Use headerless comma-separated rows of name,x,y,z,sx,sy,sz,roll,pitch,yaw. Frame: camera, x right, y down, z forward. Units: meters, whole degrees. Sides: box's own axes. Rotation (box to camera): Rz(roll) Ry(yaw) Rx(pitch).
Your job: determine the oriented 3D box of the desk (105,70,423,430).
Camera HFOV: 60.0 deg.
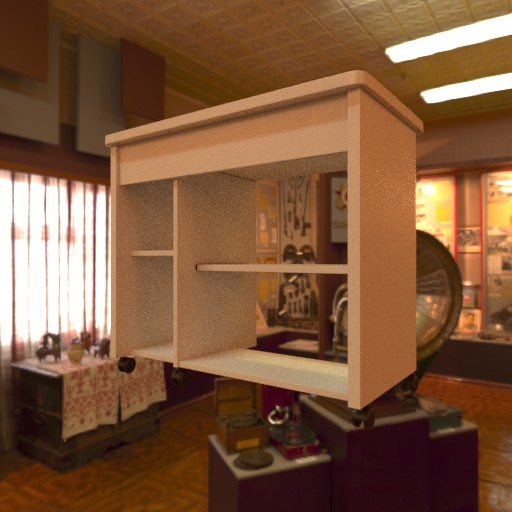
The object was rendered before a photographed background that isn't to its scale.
desk,0.000,0.000,1.348,0.877,0.763,0.475,0,0,36
